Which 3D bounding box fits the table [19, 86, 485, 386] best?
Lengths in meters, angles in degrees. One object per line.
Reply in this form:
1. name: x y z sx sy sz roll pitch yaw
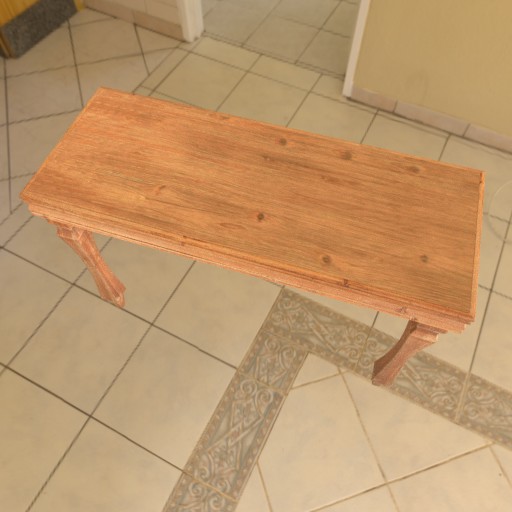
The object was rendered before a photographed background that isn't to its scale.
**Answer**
1. table: 0.000 0.000 1.725 1.330 0.873 0.522 15 61 9
